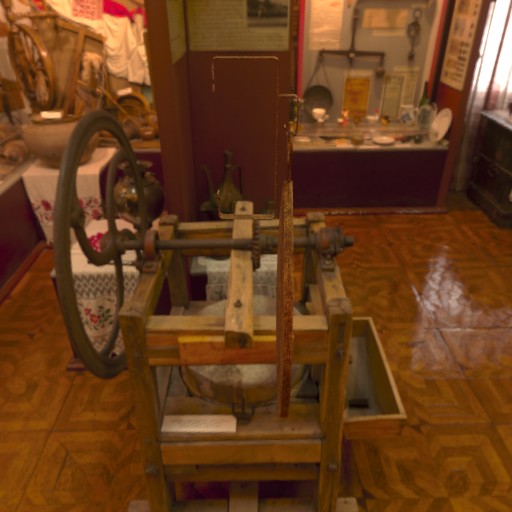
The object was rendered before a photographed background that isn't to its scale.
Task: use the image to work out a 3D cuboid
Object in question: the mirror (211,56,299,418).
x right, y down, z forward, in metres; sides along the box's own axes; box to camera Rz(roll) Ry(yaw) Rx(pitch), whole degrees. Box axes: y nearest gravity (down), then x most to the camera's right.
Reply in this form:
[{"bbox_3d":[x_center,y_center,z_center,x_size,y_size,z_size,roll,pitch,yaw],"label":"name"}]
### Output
[{"bbox_3d":[0.000,0.000,0.903,0.144,0.744,0.405,1,31,1],"label":"mirror"}]
